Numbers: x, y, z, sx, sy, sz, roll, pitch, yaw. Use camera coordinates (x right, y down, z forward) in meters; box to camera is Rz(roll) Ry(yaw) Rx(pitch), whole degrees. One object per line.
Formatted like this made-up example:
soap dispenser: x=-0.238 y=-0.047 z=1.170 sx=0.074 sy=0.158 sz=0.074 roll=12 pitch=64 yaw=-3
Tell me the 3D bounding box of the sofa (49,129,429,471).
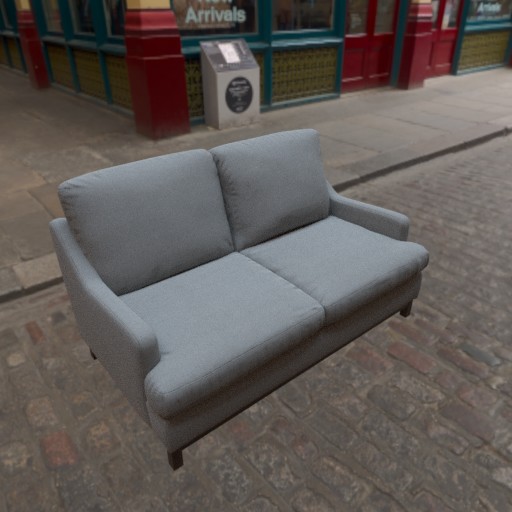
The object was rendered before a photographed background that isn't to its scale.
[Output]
sofa: x=0.000 y=0.000 z=2.161 sx=1.589 sy=0.921 sz=0.987 roll=-22 pitch=36 yaw=-33
